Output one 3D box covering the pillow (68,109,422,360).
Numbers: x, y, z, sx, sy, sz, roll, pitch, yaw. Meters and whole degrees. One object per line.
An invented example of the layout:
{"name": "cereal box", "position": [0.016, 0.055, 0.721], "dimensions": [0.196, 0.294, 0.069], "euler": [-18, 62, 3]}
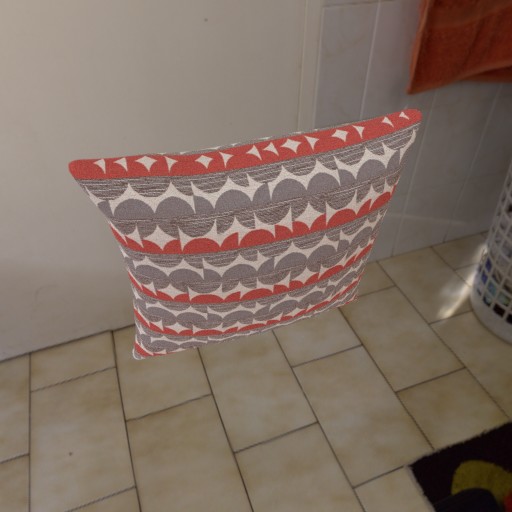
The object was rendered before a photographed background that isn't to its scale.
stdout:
{"name": "pillow", "position": [0.000, 0.000, 0.645], "dimensions": [0.420, 0.410, 0.180], "euler": [-12, 44, -13]}
